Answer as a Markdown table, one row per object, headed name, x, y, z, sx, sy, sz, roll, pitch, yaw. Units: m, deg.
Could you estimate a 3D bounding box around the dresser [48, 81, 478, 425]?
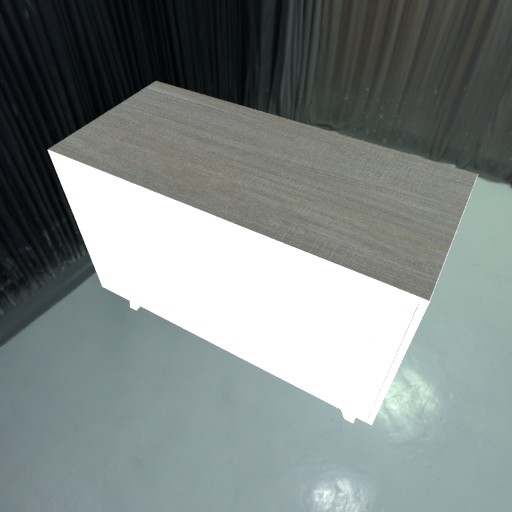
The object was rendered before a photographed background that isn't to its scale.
| name | x | y | z | sx | sy | sz | roll | pitch | yaw |
| --- | --- | --- | --- | --- | --- | --- | --- | --- | --- |
| dresser | 0.000 | 0.000 | 1.533 | 1.110 | 0.780 | 0.500 | 23 | 51 | 20 |
